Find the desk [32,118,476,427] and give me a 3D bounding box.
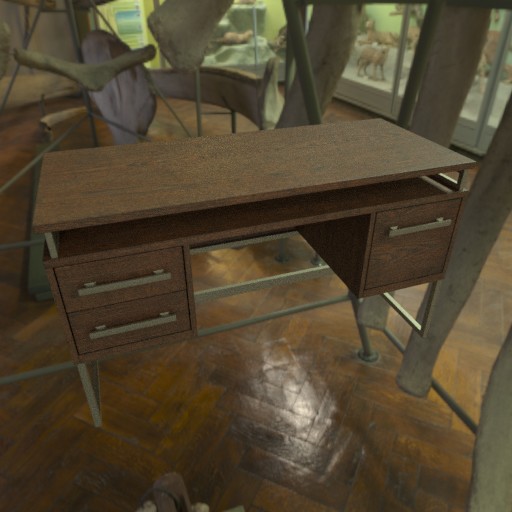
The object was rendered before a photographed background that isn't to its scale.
[{"bbox_3d":[0.000,0.000,1.733,1.384,0.792,0.610,-11,34,-16],"label":"desk"}]
